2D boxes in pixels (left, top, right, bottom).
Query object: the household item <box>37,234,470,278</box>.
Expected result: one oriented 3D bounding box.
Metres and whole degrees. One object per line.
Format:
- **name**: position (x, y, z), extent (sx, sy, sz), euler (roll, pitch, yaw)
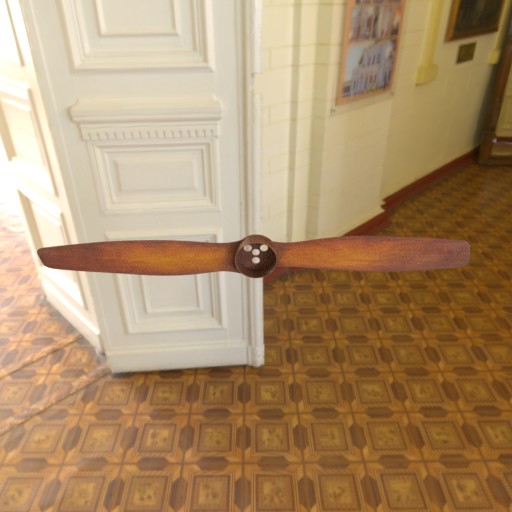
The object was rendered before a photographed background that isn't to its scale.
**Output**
- **household item**: position (0.000, 0.000, 1.218), extent (1.181, 0.121, 0.051), euler (0, 31, -1)
